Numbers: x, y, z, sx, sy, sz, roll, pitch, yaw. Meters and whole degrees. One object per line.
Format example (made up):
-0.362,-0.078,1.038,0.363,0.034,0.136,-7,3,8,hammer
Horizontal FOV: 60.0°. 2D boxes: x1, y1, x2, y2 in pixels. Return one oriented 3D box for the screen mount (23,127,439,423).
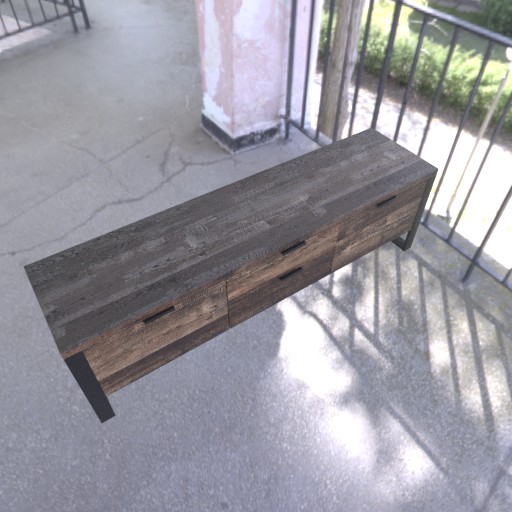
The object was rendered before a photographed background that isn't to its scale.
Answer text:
0.000,0.000,1.758,1.524,0.450,0.395,-26,52,-23,screen mount
